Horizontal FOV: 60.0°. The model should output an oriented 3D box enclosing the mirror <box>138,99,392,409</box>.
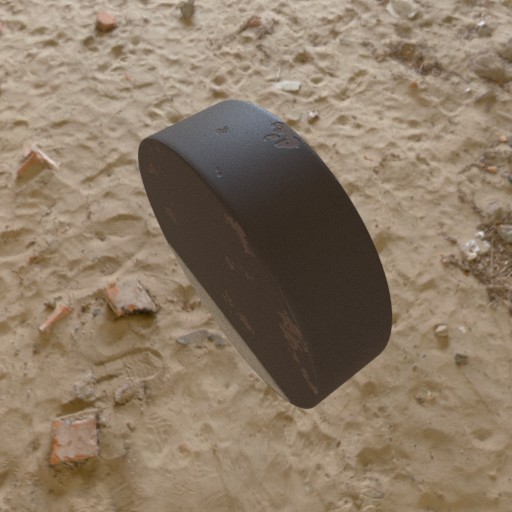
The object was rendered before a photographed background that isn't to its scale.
[{"bbox_3d":[0.000,0.000,0.587,0.126,0.386,0.386,-32,64,-18],"label":"mirror"}]
